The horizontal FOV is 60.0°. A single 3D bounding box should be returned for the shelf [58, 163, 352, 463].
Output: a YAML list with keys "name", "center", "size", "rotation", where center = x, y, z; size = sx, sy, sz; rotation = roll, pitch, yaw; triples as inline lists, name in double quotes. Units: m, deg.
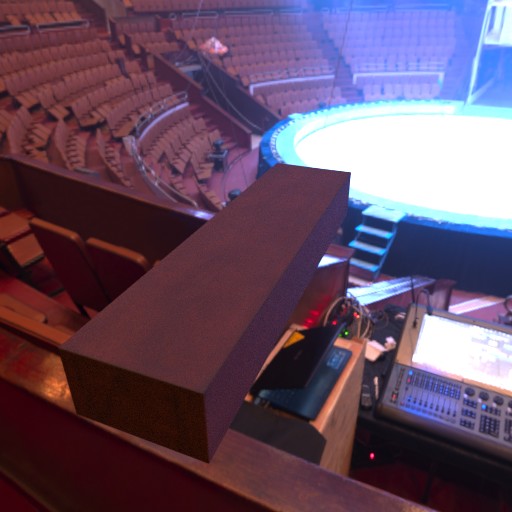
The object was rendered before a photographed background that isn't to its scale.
- name: "shelf"
  center: [0.000, 0.000, 0.653]
  size: [0.152, 0.088, 0.607]
  rotation: [11, 31, 19]
